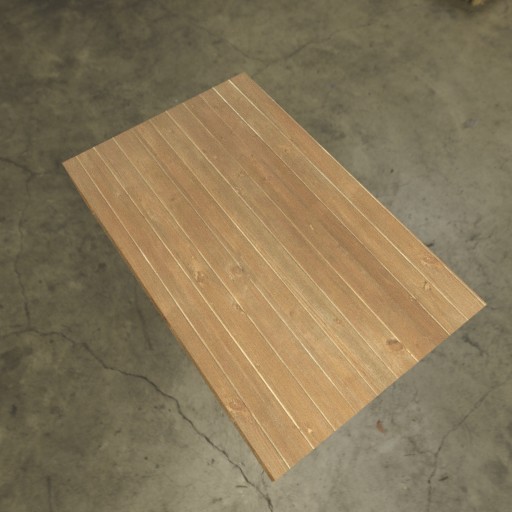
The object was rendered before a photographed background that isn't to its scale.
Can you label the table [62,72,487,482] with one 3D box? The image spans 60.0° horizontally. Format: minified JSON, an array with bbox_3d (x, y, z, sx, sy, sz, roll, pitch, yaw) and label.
[{"bbox_3d":[0.000,0.000,1.689,0.827,0.413,1.299,-33,67,-16],"label":"table"}]
